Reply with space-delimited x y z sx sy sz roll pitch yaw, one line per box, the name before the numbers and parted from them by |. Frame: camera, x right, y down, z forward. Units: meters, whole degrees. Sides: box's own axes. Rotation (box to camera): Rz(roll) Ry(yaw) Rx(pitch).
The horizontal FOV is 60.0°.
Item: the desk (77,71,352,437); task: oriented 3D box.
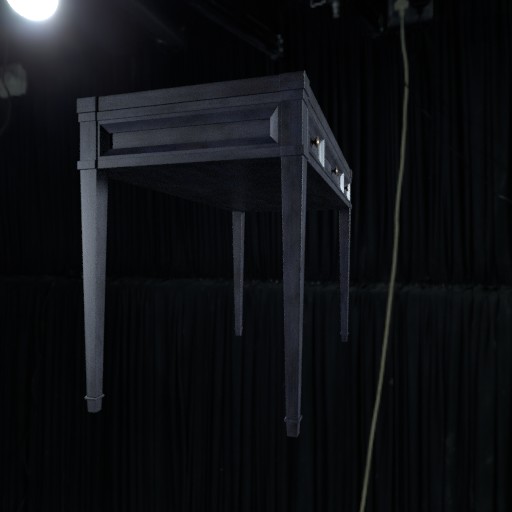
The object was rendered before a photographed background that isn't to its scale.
desk | 0.000 0.000 1.734 0.630 0.861 1.289 0 0 17
